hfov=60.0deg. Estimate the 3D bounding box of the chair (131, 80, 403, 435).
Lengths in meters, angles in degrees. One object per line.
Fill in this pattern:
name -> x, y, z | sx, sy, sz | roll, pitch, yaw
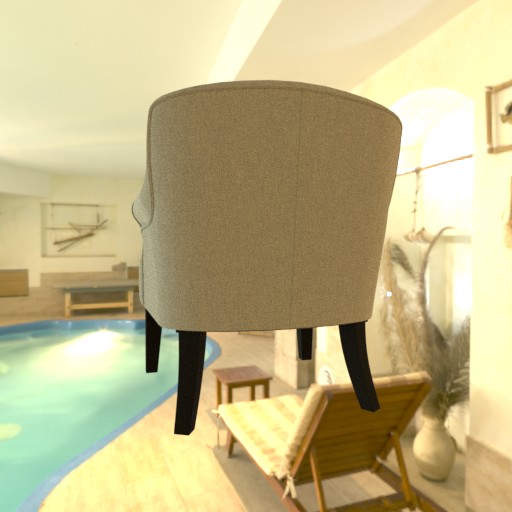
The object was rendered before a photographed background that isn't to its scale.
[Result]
chair -> 0.000, 0.000, 1.444 | 0.772, 0.880, 0.755 | 0, 2, -17
